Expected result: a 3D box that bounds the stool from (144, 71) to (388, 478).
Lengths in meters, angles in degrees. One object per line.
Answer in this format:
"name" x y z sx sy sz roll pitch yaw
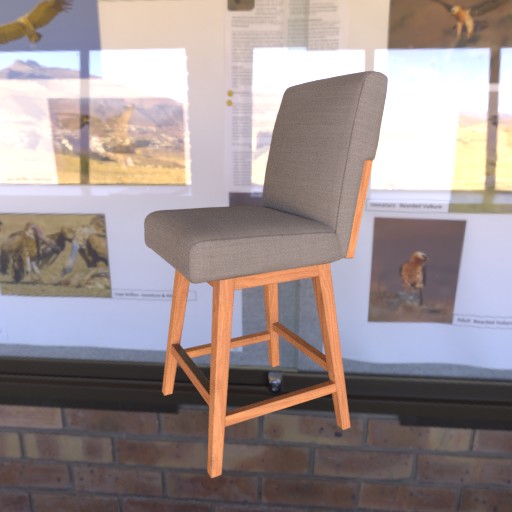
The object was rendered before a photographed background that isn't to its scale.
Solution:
"stool" 0.000 0.000 1.317 0.570 1.019 0.459 -8 17 -26
